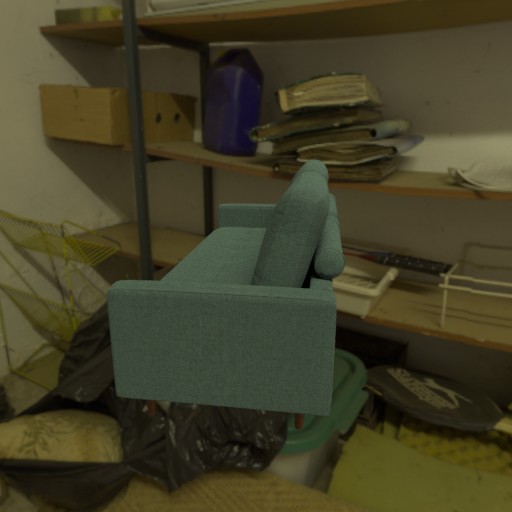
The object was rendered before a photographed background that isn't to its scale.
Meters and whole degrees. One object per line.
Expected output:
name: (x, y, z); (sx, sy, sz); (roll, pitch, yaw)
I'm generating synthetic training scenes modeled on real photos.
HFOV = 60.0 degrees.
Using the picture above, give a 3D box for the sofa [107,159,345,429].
sofa: (0.000, 0.000, 2.655); (0.966, 1.050, 2.010); (2, 16, 8)
